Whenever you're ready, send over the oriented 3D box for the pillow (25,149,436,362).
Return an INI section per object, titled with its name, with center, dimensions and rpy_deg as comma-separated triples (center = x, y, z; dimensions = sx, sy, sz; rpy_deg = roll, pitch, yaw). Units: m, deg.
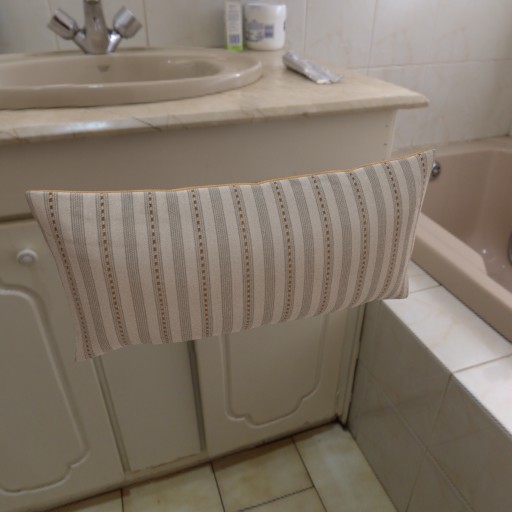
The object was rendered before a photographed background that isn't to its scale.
[pillow]
center = 0.000, 0.000, 0.706
dimensions = 0.608, 0.291, 0.151
rpy_deg = -9, 33, -14
